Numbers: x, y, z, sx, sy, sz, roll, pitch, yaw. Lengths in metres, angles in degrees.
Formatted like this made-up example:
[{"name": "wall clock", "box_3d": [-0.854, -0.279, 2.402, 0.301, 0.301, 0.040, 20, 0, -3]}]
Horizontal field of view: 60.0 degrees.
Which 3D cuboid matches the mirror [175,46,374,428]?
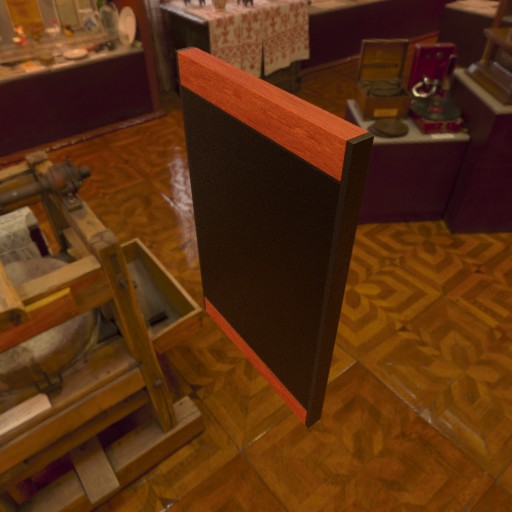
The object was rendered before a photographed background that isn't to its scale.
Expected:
[{"name": "mirror", "box_3d": [0.000, 0.000, 1.069, 0.047, 0.823, 0.525, -26, 48, -26]}]
